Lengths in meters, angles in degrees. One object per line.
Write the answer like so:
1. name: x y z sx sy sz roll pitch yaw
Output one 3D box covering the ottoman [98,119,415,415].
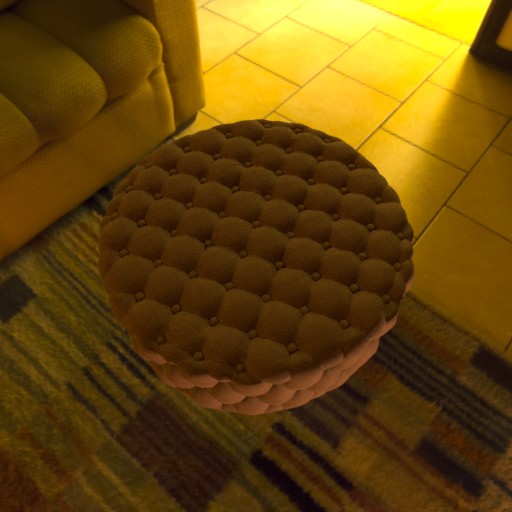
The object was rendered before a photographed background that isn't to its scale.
1. ottoman: 0.000 0.000 1.522 0.998 0.399 0.998 0 58 0
